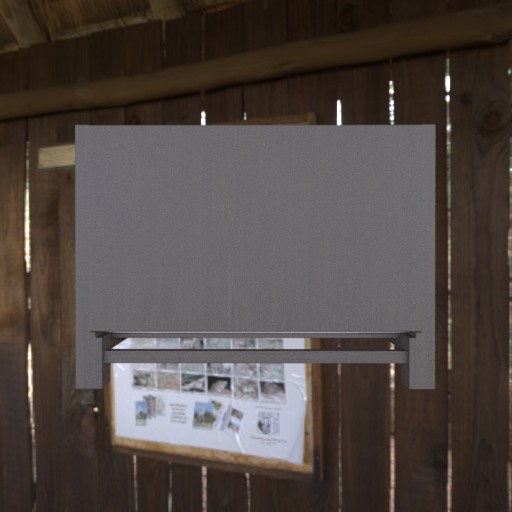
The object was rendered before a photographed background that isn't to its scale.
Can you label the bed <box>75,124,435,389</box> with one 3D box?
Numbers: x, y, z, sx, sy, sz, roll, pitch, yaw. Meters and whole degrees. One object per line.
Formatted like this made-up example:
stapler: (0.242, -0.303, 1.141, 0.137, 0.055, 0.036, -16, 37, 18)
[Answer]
bed: (0.000, 0.000, 3.247, 1.727, 1.270, 2.242, 0, 0, 0)
